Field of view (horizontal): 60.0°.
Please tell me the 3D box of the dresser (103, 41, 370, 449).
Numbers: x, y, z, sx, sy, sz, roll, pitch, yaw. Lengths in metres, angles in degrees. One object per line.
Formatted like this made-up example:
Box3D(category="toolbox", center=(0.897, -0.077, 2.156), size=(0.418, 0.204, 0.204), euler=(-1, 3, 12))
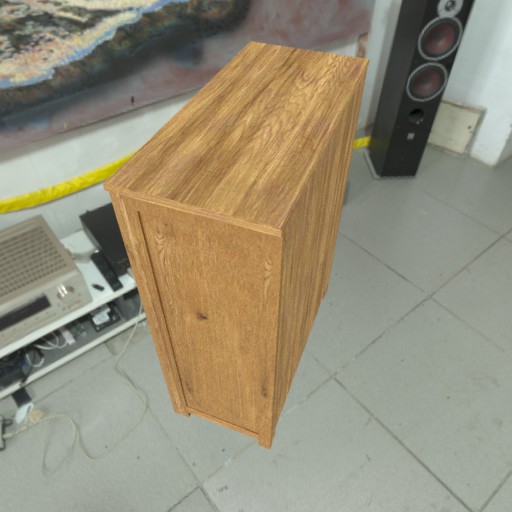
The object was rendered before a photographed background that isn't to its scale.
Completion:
Box3D(category="dresser", center=(0.000, 0.000, 2.003), size=(0.558, 1.431, 1.081), euler=(16, 48, 15))
